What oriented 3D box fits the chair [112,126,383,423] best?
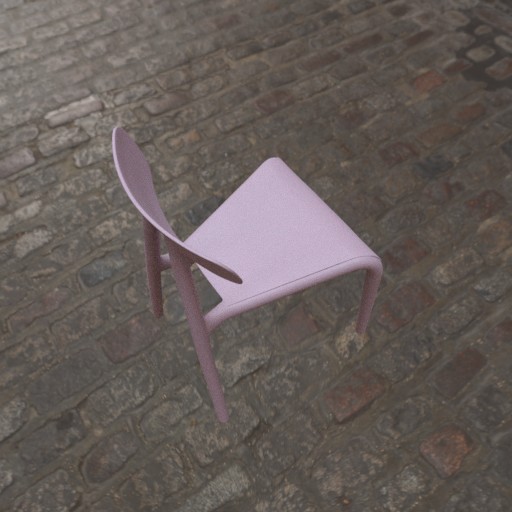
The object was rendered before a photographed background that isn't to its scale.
[{"bbox_3d":[0.000,0.000,0.835,0.401,0.580,0.356,-31,63,-18],"label":"chair"}]
